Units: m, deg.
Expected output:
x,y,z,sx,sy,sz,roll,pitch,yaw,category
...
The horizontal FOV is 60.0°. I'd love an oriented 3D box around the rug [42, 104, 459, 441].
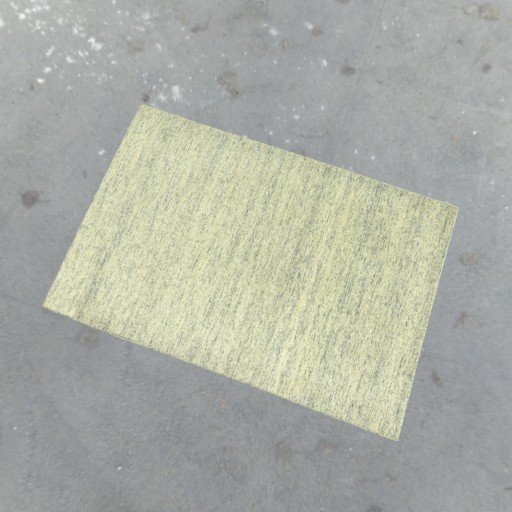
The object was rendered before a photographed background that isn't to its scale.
x,y,z,sx,sy,sz,roll,pitch,yaw,category
0.000,0.000,2.288,1.846,0.014,1.243,19,76,5,rug
